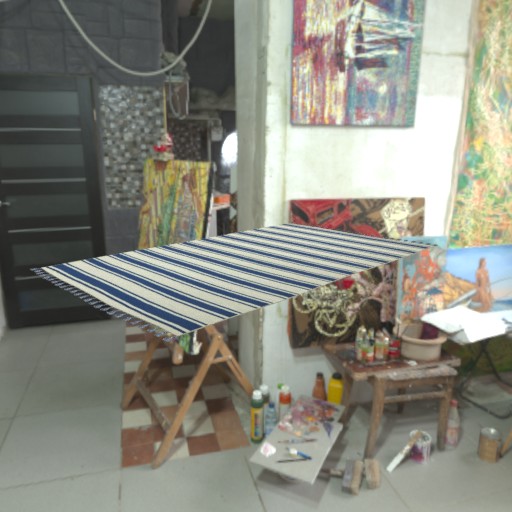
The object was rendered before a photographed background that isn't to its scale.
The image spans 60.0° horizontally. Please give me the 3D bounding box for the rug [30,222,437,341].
[{"bbox_3d":[0.000,0.000,2.588,2.108,0.009,1.248,-13,19,-43],"label":"rug"}]
